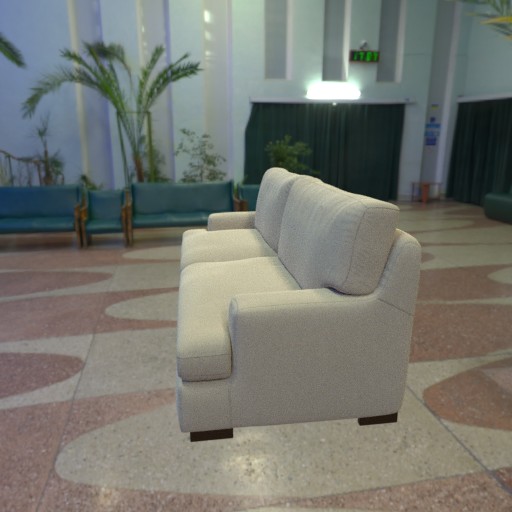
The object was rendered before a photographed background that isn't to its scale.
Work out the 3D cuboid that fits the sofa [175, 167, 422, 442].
[{"bbox_3d":[0.000,0.000,2.646,0.929,0.925,2.147,-2,15,-8],"label":"sofa"}]
